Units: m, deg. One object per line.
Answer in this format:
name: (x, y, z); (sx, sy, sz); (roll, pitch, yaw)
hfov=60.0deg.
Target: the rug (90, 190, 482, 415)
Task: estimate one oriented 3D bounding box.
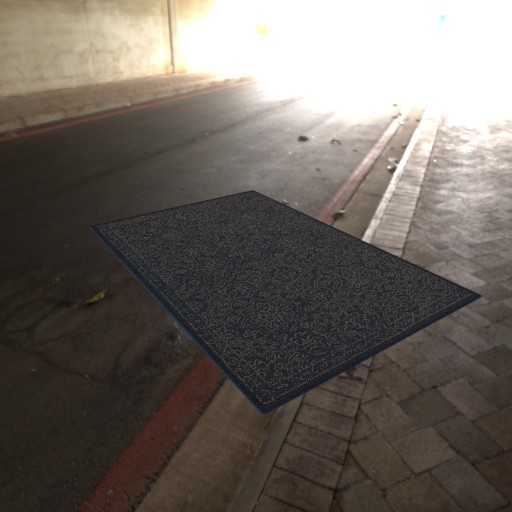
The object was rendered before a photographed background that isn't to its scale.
rug: (0.000, 0.000, 2.357); (1.219, 0.010, 1.829); (-17, 32, -31)
